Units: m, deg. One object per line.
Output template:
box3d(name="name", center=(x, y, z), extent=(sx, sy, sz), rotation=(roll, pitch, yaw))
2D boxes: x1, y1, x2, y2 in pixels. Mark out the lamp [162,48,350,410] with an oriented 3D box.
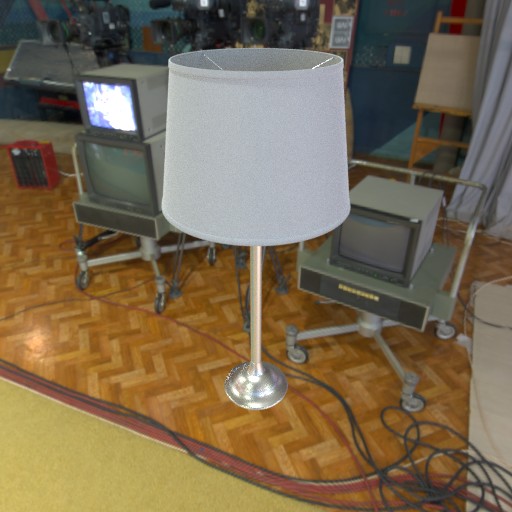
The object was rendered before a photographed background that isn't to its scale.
box3d(name="lamp", center=(0.000, 0.000, 0.850), extent=(0.331, 0.698, 0.331), rotation=(0, 31, 0))
